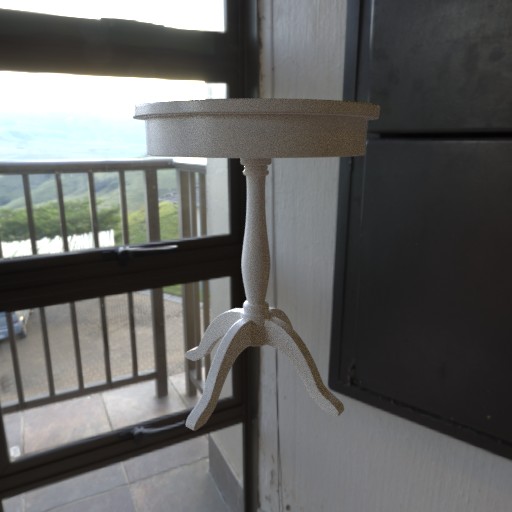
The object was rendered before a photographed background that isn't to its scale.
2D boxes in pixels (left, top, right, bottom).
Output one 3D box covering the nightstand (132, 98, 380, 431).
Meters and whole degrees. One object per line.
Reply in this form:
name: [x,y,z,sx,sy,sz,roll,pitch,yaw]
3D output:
nightstand: [0.000,0.000,1.032,0.513,0.653,0.513,14,20,43]
